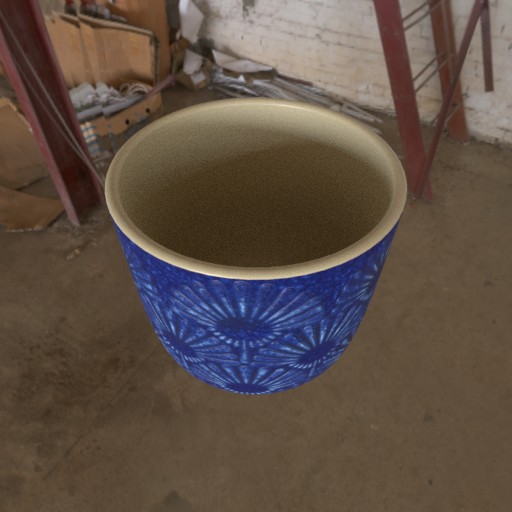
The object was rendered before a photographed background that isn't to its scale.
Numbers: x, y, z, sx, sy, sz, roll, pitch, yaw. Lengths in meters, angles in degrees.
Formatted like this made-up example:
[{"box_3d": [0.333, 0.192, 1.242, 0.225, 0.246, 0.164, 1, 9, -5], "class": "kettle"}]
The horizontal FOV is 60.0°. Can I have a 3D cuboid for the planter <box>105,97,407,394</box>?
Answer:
[{"box_3d": [0.000, 0.000, 0.224, 0.124, 0.109, 0.124, 0, 46, 0], "class": "planter"}]
